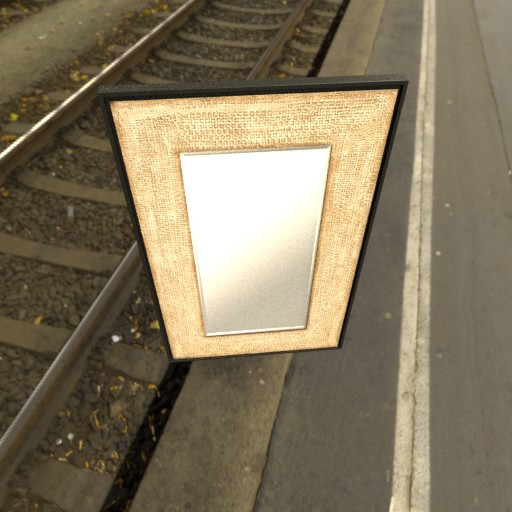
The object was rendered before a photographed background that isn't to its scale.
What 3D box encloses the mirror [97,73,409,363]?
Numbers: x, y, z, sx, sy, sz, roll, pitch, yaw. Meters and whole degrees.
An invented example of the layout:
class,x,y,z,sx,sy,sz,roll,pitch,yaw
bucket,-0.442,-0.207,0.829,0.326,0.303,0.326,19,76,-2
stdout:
class,x,y,z,sx,sy,sz,roll,pitch,yaw
mirror,0.000,0.000,1.526,0.762,1.219,0.038,-4,46,-4
